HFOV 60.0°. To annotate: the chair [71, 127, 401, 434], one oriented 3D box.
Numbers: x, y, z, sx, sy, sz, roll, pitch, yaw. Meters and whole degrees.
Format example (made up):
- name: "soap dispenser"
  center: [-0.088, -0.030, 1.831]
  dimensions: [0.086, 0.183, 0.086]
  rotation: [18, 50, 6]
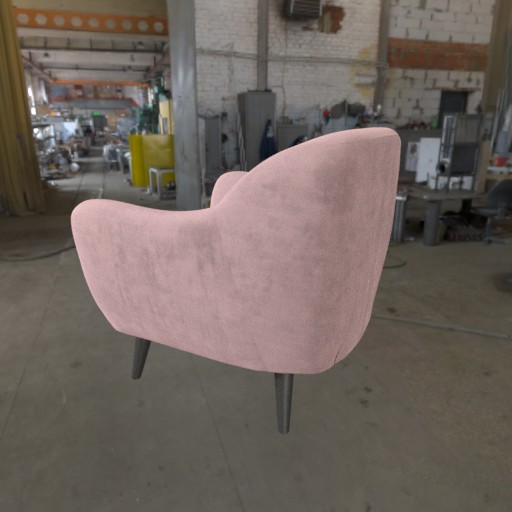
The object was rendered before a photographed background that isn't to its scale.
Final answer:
- name: "chair"
  center: [0.000, 0.000, 1.465]
  dimensions: [0.820, 0.820, 0.840]
  rotation: [8, 19, 26]
